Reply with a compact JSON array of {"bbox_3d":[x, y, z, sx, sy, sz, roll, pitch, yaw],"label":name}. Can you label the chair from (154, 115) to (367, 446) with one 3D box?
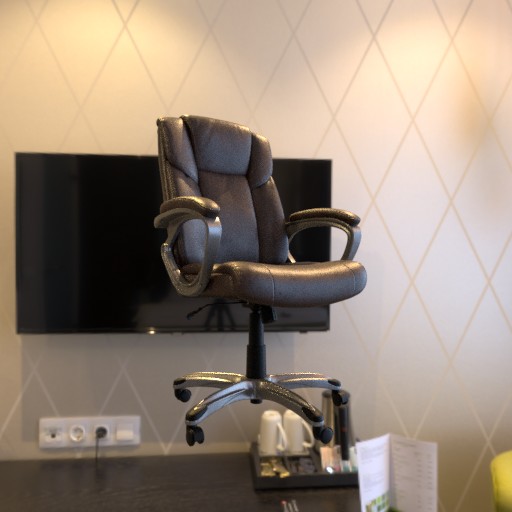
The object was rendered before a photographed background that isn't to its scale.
[{"bbox_3d":[0.000,0.000,1.597,0.656,1.128,0.692,0,0,-35],"label":"chair"}]
